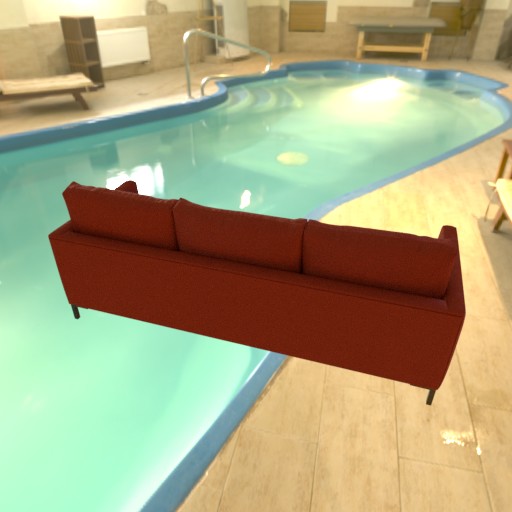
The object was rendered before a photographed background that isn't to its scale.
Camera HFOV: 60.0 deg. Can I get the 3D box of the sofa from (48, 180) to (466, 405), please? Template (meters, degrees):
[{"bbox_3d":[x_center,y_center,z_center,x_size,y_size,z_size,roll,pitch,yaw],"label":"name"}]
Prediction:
[{"bbox_3d":[0.000,0.000,2.672,2.252,0.879,0.875,10,34,15],"label":"sofa"}]
